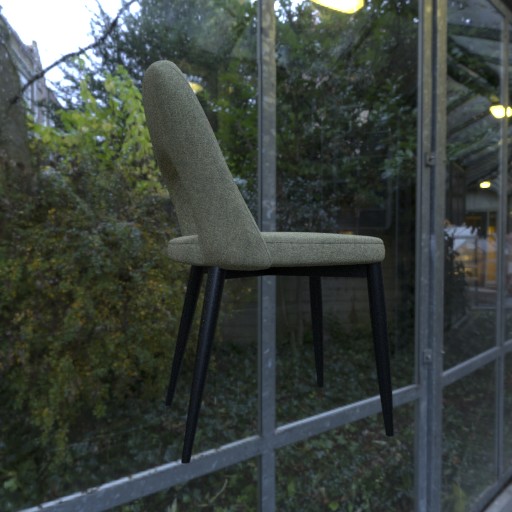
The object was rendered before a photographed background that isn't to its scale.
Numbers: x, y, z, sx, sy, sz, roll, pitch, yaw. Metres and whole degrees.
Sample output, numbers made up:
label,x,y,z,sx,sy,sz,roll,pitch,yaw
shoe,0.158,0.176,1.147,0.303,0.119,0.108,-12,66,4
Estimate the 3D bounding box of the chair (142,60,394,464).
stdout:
label,x,y,z,sx,sy,sz,roll,pitch,yaw
chair,0.000,0.000,1.239,0.612,0.931,0.470,0,1,-17
